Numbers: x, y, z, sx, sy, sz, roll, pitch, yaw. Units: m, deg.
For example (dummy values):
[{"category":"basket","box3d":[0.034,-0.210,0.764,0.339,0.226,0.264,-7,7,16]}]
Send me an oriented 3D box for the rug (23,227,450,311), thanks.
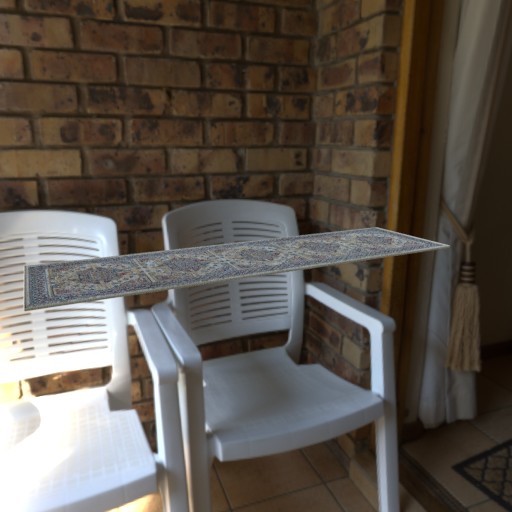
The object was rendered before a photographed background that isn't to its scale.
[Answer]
[{"category":"rug","box3d":[0.000,0.000,2.458,2.297,0.013,0.661,-7,16,-26]}]
